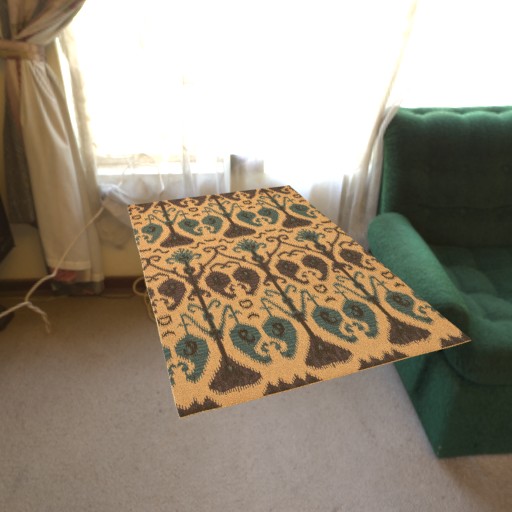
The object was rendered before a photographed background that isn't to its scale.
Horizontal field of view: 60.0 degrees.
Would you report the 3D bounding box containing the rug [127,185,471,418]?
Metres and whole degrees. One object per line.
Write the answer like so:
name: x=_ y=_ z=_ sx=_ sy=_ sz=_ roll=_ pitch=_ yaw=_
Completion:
rug: x=0.000 y=0.000 z=2.153 sx=1.072 sy=0.013 sz=1.698 roll=-10 pitch=31 yaw=-17
